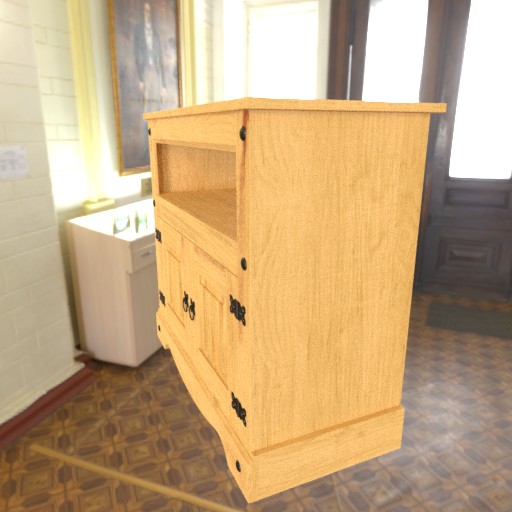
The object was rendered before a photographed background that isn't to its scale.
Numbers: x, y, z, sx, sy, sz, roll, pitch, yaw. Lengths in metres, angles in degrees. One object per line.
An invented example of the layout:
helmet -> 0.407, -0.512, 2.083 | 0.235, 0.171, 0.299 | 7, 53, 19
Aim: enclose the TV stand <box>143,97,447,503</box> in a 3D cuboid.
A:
TV stand -> 0.000, 0.000, 1.257 | 0.430, 0.787, 0.851 | -7, 17, -23
